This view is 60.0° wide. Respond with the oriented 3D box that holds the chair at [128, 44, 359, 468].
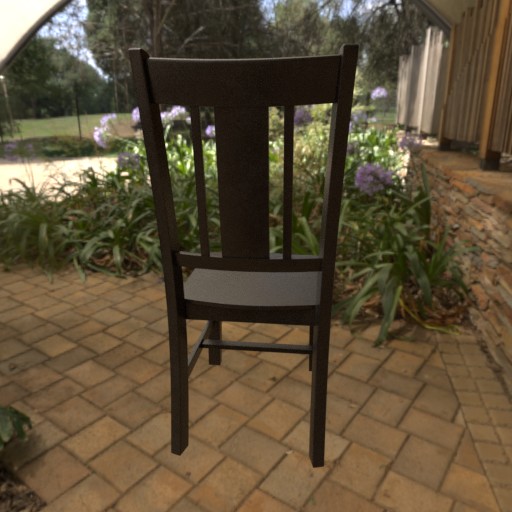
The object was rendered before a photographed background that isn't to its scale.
[{"bbox_3d":[0.000,0.000,1.239,0.450,0.998,0.555,2,17,7],"label":"chair"}]
